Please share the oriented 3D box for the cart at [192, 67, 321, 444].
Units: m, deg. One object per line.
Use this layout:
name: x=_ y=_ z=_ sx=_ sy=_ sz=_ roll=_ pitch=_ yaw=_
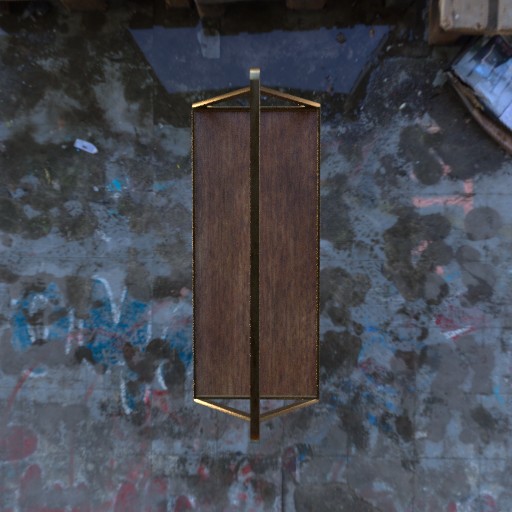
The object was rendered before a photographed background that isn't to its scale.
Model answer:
cart: x=0.000 y=0.000 z=1.185 sx=0.313 sy=0.805 sz=0.723 roll=0 pitch=92 yaw=1
